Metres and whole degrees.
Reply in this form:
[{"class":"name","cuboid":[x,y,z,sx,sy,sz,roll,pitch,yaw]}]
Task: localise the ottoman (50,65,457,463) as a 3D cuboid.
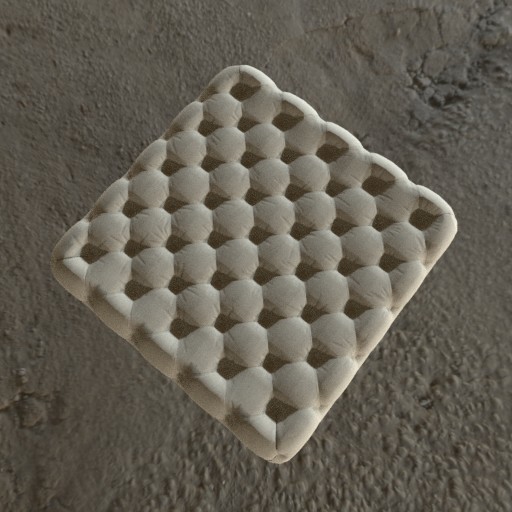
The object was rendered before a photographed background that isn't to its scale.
[{"class":"ottoman","cuboid":[0.000,0.000,1.225,0.753,0.376,0.755,38,79,9]}]
